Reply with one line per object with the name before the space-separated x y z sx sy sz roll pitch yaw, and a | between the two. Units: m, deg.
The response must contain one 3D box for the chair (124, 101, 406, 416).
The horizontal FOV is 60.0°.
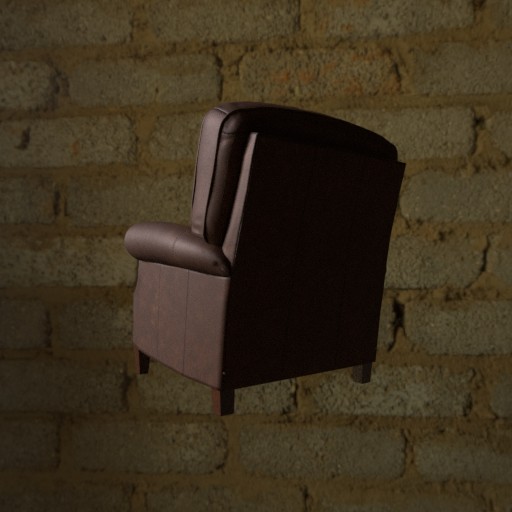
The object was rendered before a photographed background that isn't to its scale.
chair | 0.000 0.000 1.845 0.936 1.018 0.986 1 -1 -35
